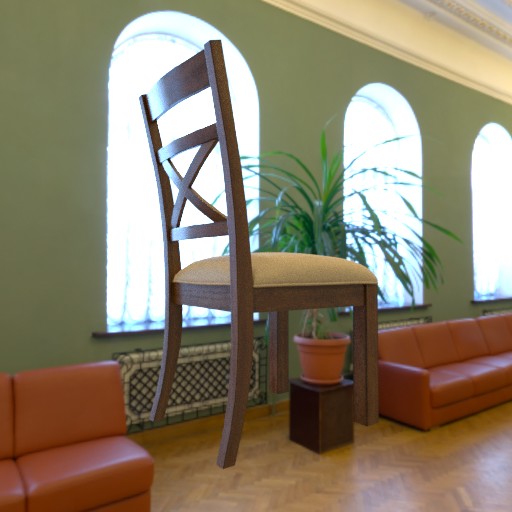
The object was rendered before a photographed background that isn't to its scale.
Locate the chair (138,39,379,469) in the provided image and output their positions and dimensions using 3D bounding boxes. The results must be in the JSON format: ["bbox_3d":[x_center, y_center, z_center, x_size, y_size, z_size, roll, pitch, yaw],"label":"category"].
[{"bbox_3d":[0.000,0.000,1.286,0.581,0.949,0.461,1,-2,-37],"label":"chair"}]
